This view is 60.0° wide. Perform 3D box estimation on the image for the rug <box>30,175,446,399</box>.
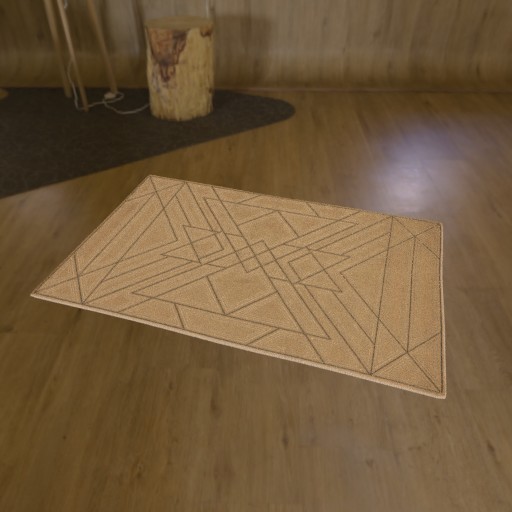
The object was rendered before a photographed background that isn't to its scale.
[{"bbox_3d":[0.000,0.000,3.048,2.459,0.023,1.575,11,41,13],"label":"rug"}]
